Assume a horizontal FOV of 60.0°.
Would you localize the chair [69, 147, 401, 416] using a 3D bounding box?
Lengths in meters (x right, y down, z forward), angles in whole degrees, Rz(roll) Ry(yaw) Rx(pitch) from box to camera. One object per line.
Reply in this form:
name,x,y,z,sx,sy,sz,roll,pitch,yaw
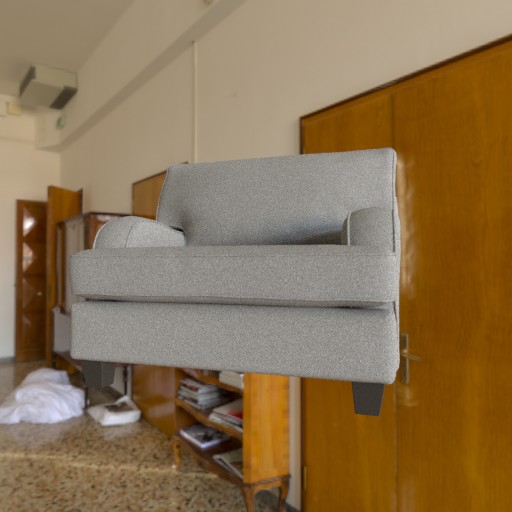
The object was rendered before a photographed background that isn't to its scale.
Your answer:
chair,0.000,0.000,1.966,1.220,1.016,1.040,0,-1,18
